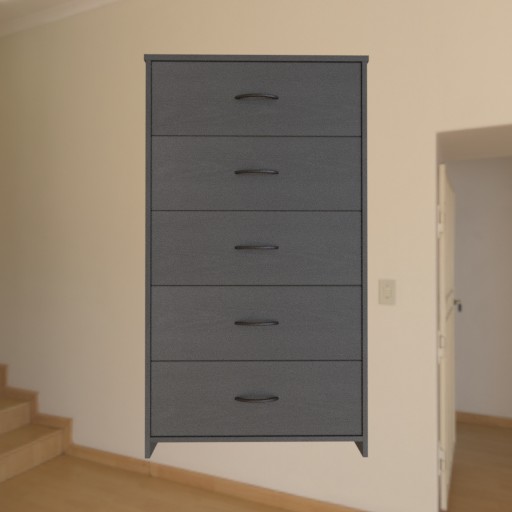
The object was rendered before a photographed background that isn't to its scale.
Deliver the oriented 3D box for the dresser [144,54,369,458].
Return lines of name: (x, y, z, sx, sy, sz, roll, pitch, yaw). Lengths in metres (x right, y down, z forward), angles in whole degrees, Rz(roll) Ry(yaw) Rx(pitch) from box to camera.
dresser: (0.000, 0.000, 1.555, 0.704, 1.255, 0.399, 0, -1, -1)
